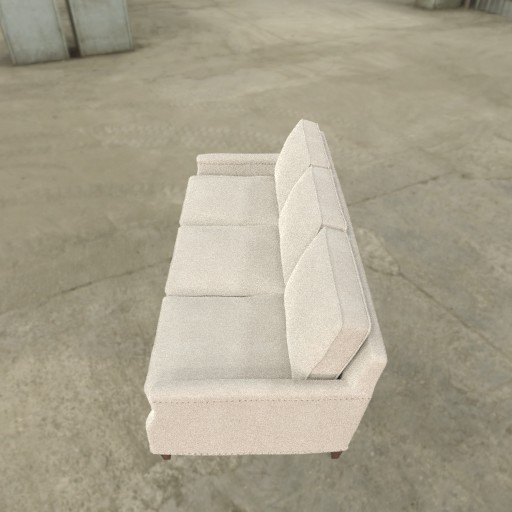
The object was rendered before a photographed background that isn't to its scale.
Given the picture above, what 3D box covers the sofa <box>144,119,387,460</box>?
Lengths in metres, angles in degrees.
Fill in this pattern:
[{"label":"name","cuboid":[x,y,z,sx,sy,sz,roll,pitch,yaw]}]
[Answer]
[{"label":"sofa","cuboid":[0.000,0.000,2.838,1.084,1.003,2.246,0,40,0]}]
